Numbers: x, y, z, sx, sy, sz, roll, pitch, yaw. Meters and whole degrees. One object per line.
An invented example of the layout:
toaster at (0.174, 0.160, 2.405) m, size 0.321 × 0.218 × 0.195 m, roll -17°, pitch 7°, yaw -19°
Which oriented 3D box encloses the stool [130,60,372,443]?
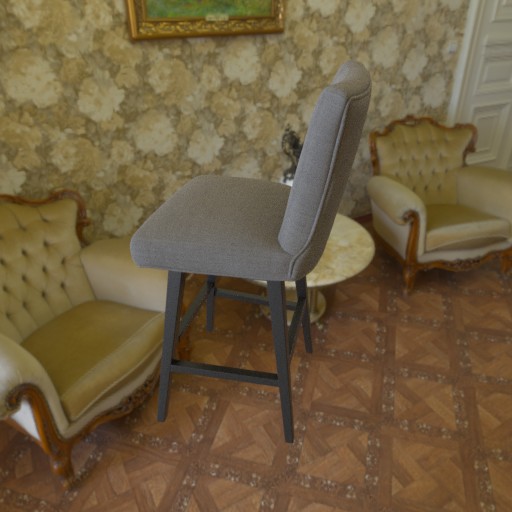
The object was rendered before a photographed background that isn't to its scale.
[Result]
stool at (0.000, 0.000, 1.379) m, size 0.574 × 1.086 × 0.514 m, roll 7°, pitch 31°, yaw 12°
